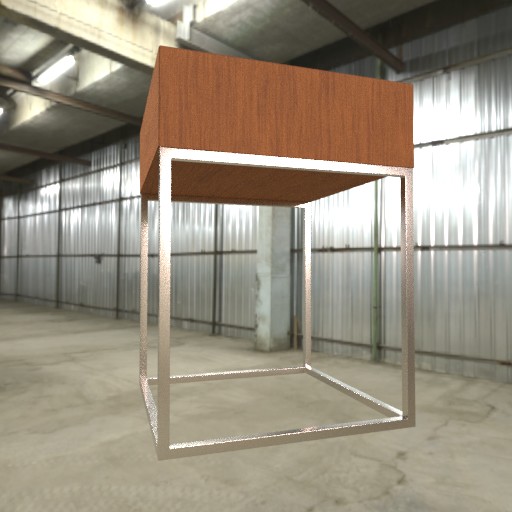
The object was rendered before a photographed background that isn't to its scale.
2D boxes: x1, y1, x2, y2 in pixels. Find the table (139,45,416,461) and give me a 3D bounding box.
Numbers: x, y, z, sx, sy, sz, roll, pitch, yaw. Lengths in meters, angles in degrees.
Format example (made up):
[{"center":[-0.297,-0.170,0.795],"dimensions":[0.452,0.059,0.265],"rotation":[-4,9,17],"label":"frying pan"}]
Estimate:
[{"center":[0.000,0.000,0.825],"dimensions":[0.398,0.540,0.397],"rotation":[1,-2,-18],"label":"table"}]
